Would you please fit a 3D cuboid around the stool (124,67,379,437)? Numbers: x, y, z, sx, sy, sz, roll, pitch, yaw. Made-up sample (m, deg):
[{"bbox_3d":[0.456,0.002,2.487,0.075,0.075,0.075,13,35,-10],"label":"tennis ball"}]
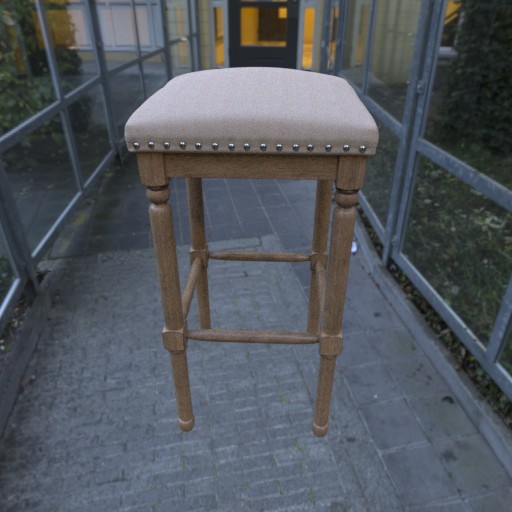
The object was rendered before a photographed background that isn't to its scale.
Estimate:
[{"bbox_3d":[0.000,0.000,0.985,0.383,0.768,0.382,1,31,2],"label":"stool"}]
